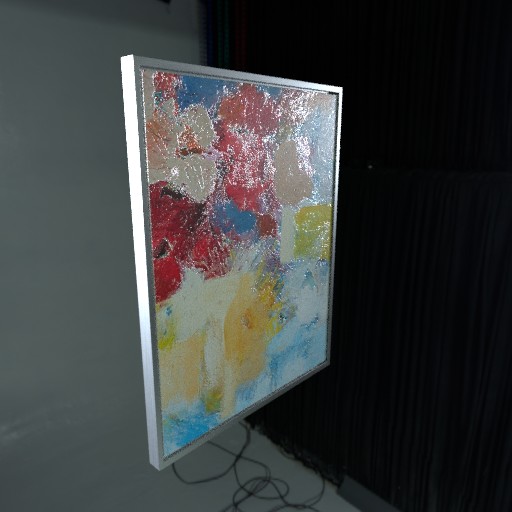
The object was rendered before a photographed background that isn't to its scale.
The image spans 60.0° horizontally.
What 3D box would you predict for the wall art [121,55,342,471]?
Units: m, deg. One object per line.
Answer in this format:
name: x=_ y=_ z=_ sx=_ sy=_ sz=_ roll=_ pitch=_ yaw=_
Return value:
wall art: x=0.000 y=0.000 z=0.749 sx=0.025 sy=0.569 sz=0.444 roll=13 pitch=20 yaw=41
